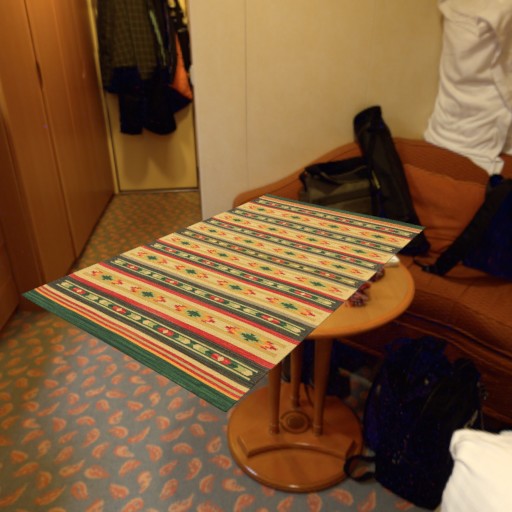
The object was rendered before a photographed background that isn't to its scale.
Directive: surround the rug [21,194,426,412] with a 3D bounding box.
[{"bbox_3d":[0.000,0.000,3.011,1.520,0.011,2.447,17,30,33],"label":"rug"}]
